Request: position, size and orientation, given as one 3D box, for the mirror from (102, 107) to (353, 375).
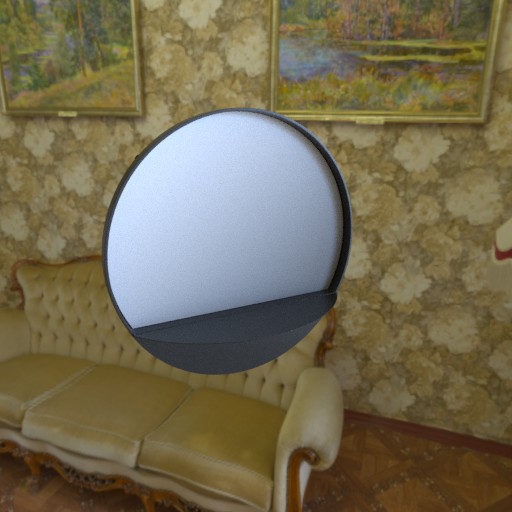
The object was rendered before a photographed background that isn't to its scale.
[{"bbox_3d":[0.000,0.000,0.716,0.457,0.457,0.133,-9,19,-26],"label":"mirror"}]
